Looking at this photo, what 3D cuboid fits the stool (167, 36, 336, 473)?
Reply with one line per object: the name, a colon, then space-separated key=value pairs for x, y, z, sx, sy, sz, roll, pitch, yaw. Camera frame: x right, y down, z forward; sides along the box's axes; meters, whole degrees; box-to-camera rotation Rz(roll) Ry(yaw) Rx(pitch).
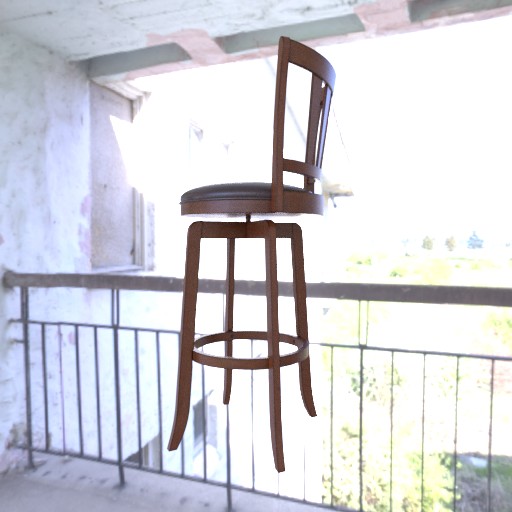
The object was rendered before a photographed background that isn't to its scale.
stool: x=0.000 y=0.000 z=1.449 sx=0.503 sy=1.177 sz=0.464 roll=1 pitch=3 yaw=21
